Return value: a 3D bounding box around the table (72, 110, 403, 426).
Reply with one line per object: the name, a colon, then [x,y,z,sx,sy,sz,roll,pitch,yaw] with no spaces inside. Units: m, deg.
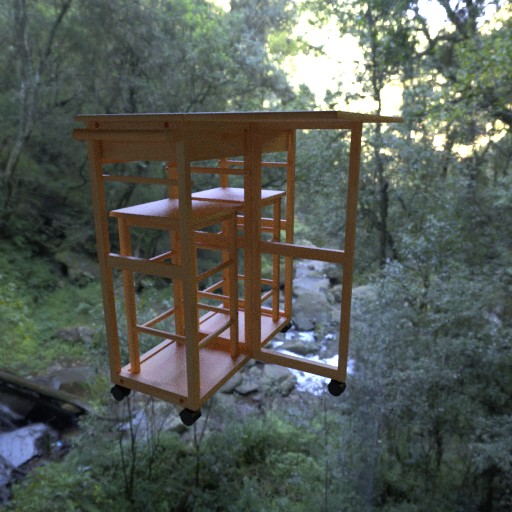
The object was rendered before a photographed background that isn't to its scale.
table: [0.000,0.000,1.384,0.693,0.832,0.752,8,18,26]
